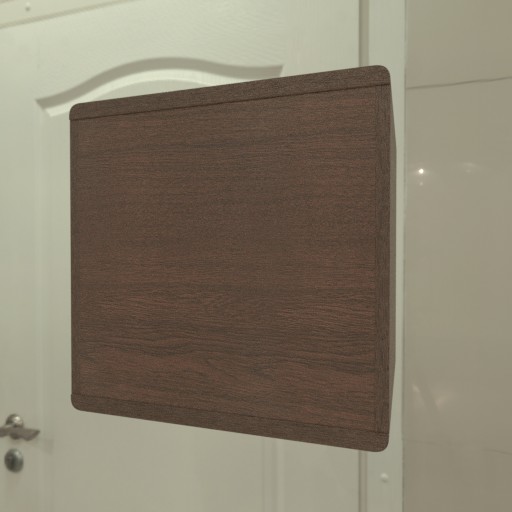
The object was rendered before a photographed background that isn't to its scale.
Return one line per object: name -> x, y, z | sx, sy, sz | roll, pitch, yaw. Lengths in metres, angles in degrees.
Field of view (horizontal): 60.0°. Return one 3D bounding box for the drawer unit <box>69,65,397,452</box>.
drawer unit -> 0.000, 0.000, 0.580 | 0.344, 0.344, 0.290 | 0, 1, 19
